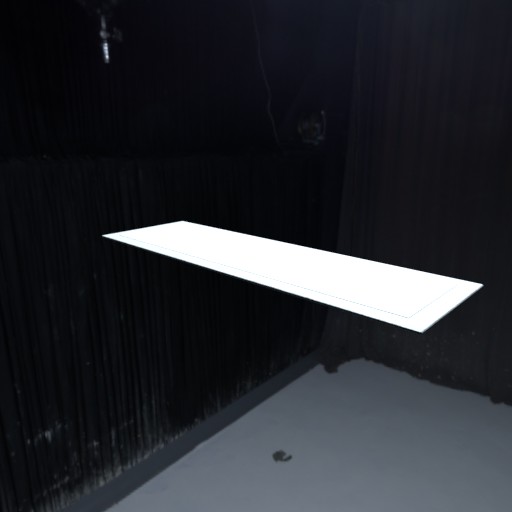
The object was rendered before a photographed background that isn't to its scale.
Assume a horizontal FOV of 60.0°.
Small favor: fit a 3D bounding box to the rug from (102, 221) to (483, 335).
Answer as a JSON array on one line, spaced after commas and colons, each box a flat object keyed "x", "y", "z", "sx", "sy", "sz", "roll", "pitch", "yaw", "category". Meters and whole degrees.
[{"x": 0.000, "y": 0.000, "z": 2.759, "sx": 2.430, "sy": 0.012, "sz": 0.759, "roll": 14, "pitch": 21, "yaw": 41, "category": "rug"}]
